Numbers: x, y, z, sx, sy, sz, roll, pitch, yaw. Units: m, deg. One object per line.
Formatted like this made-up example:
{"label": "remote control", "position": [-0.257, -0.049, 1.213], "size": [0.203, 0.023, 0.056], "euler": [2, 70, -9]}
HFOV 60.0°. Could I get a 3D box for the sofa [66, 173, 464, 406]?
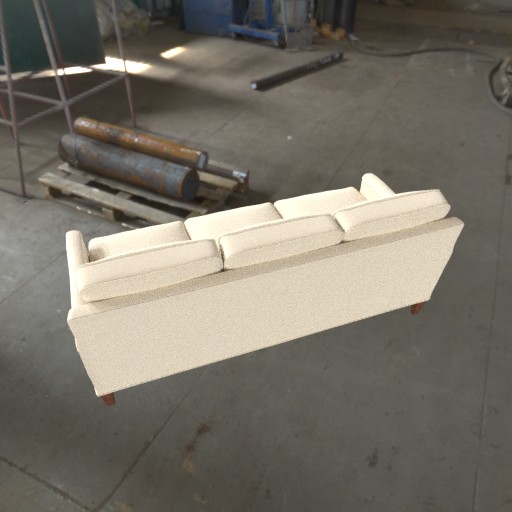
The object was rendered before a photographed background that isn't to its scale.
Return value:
{"label": "sofa", "position": [0.000, 0.000, 2.848], "size": [2.246, 1.003, 1.084], "euler": [-13, 42, -15]}
